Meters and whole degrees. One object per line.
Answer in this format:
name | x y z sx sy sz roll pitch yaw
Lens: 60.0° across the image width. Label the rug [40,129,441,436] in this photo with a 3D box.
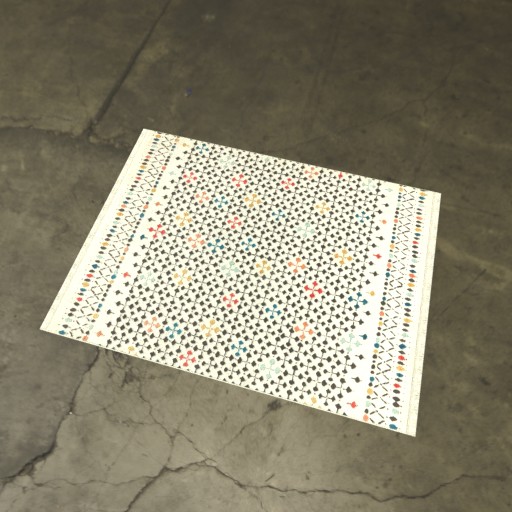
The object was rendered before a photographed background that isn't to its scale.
rug | 0.000 0.000 2.007 1.556 0.006 1.146 14 64 7
